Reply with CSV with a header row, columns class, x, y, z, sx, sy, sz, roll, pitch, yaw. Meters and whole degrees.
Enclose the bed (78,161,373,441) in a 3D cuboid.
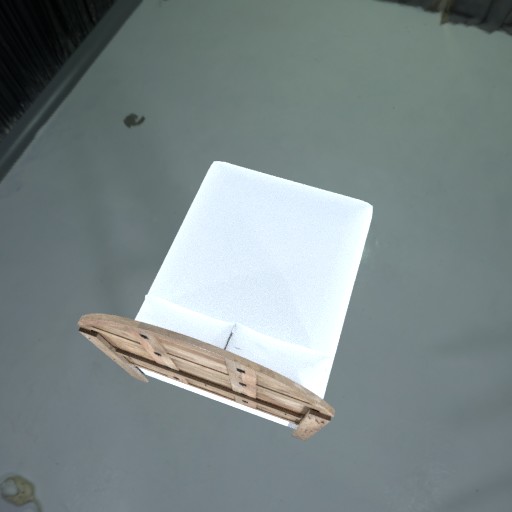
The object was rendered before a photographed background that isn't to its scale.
class,x,y,z,sx,sy,sz,roll,pitch,yaw
bed,0.000,0.000,3.446,1.713,2.002,2.112,17,64,9
